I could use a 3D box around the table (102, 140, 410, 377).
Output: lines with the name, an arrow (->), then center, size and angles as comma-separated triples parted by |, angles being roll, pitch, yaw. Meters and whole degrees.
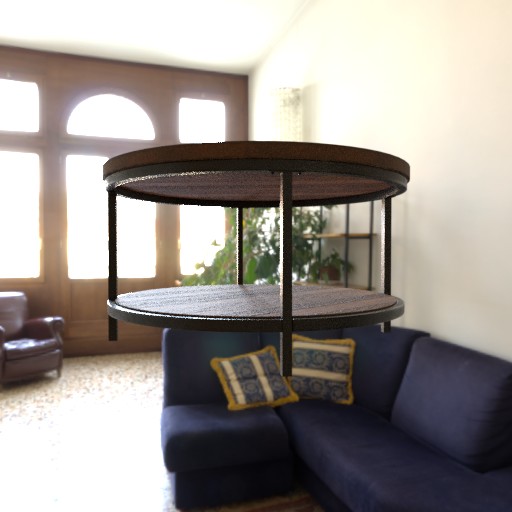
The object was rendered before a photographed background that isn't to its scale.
table -> 0.000, 0.000, 1.279 | 0.837, 0.462, 0.837 | 0, 1, 0
